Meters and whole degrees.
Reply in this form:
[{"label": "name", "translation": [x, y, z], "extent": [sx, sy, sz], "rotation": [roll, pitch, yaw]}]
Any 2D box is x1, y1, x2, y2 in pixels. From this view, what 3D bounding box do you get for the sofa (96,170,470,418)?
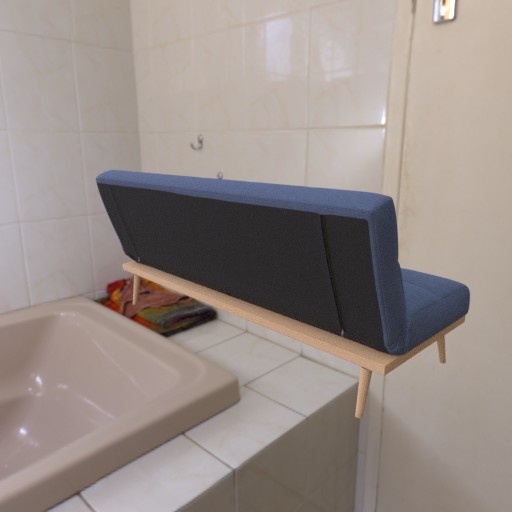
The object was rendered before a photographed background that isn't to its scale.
[{"label": "sofa", "translation": [0.000, 0.000, 2.197], "extent": [0.796, 0.800, 1.800], "rotation": [-13, 19, -42]}]
